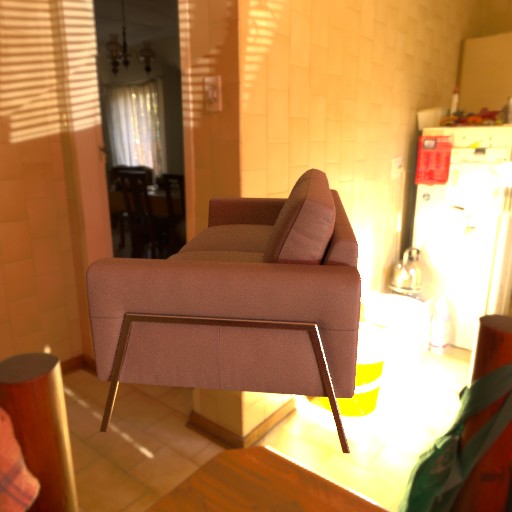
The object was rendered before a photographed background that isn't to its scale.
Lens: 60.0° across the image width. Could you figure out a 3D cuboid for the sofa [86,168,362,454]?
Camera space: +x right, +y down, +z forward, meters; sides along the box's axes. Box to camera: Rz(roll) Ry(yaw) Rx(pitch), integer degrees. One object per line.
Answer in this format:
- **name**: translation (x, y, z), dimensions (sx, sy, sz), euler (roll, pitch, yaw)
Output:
- **sofa**: translation (0.000, 0.000, 2.461), dimensions (0.953, 0.875, 2.017), euler (2, 15, 7)
